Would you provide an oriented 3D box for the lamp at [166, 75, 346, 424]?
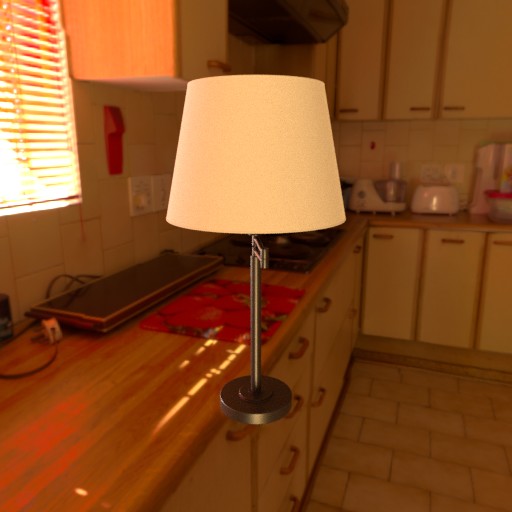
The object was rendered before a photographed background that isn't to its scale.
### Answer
[{"bbox_3d":[0.000,0.000,0.932,0.363,0.696,0.363,0,14,0],"label":"lamp"}]
